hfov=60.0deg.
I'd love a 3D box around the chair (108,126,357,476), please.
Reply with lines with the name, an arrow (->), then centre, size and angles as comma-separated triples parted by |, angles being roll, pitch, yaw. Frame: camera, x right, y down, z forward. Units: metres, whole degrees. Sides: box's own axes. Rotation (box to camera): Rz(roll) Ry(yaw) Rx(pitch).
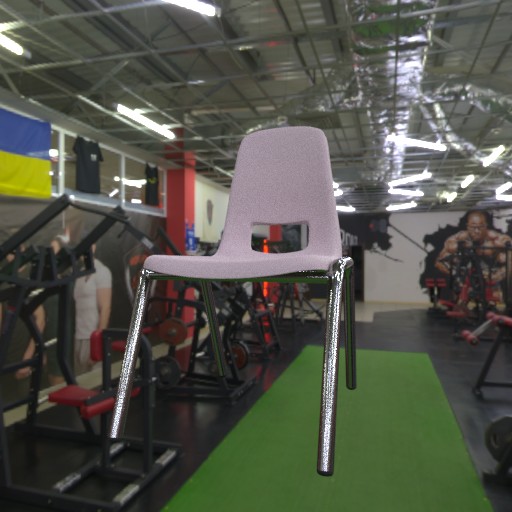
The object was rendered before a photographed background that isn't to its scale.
chair -> 0.000, 0.000, 0.833 | 0.354, 0.586, 0.423 | 0, 0, 19
